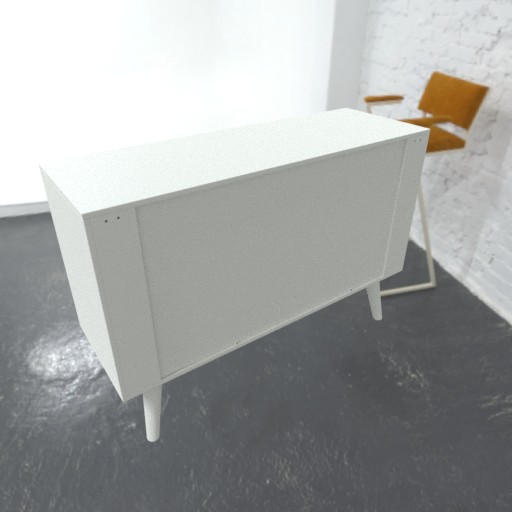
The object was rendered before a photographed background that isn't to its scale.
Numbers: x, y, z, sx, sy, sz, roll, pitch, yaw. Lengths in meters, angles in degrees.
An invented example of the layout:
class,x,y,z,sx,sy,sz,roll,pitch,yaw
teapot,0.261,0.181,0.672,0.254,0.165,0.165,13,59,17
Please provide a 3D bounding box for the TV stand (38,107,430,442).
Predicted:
class,x,y,z,sx,sy,sz,roll,pitch,yaw
TV stand,0.000,0.000,1.589,1.193,0.812,0.406,-20,36,-30
